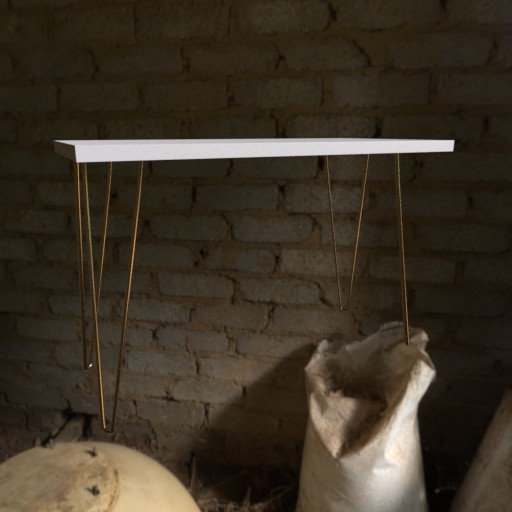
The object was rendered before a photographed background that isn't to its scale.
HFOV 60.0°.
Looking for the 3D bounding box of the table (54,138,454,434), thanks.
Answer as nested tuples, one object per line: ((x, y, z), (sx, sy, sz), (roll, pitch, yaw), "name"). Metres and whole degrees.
((0.000, 0.000, 1.310), (0.991, 0.660, 0.498), (-8, 18, -27), "table")
